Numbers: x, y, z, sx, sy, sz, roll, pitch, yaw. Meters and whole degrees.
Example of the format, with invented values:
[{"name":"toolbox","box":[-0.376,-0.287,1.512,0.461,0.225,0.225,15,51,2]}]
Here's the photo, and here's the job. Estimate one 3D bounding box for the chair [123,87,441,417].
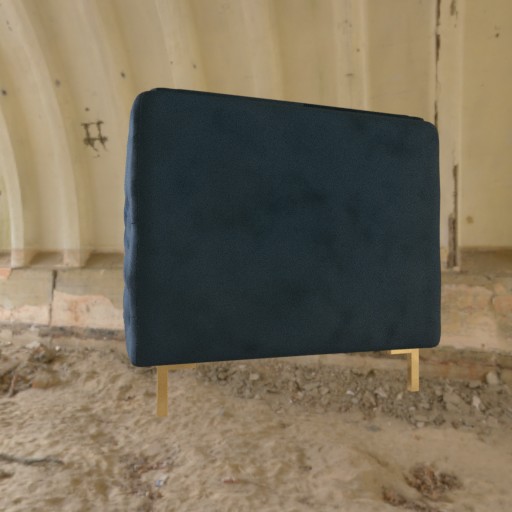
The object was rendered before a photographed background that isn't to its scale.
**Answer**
[{"name":"chair","box":[0.000,0.000,1.518,0.868,0.771,0.877,0,-1,-17]}]
